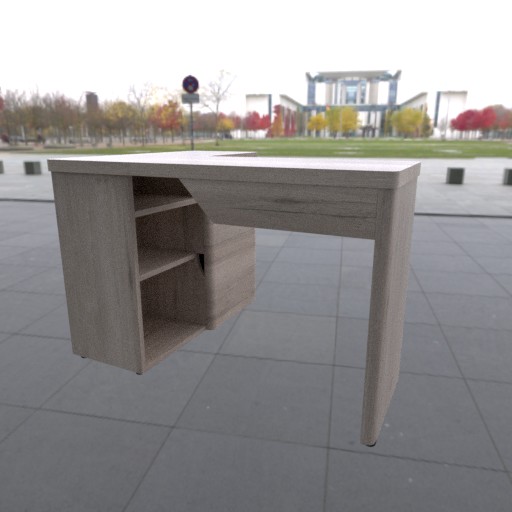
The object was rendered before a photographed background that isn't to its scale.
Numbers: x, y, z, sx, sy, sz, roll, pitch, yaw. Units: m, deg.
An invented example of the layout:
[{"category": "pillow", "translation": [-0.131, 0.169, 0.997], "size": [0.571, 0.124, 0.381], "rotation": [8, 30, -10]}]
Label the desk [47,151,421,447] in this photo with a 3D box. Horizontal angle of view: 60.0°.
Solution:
[{"category": "desk", "translation": [0.000, 0.000, 1.743], "size": [1.169, 0.760, 0.900], "rotation": [8, 17, 25]}]
